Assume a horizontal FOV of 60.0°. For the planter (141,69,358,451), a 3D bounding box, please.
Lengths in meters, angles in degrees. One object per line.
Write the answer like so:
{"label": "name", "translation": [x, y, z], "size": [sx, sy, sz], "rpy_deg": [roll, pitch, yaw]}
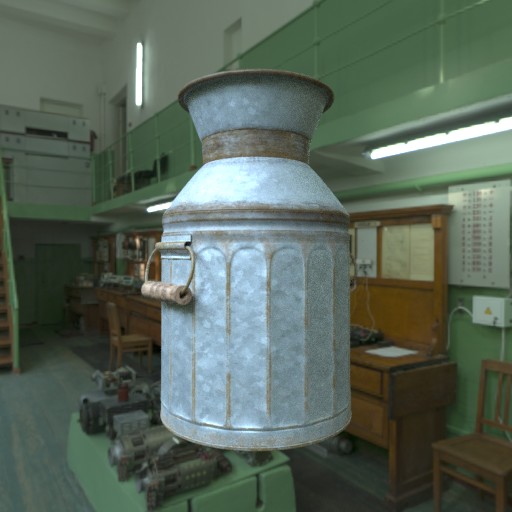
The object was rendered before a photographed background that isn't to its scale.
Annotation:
{"label": "planter", "translation": [0.000, 0.000, 0.509], "size": [0.248, 0.358, 0.215], "rpy_deg": [0, 1, -36]}
